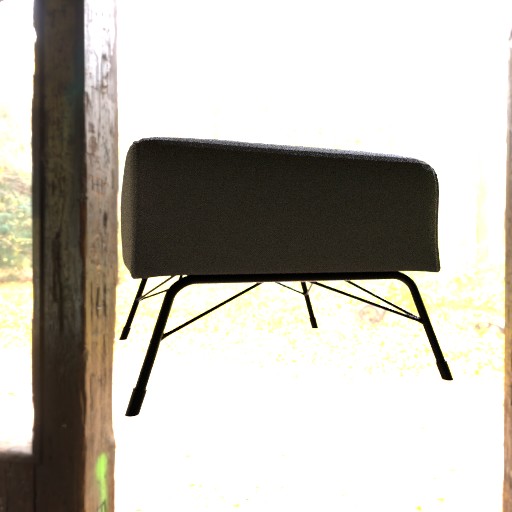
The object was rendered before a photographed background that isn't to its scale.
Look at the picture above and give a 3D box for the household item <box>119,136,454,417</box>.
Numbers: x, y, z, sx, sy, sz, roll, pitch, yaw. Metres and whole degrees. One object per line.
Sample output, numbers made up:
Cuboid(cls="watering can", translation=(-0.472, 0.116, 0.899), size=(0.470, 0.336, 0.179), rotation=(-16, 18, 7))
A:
Cuboid(cls="household item", translation=(0.000, 0.000, 0.905), size=(0.530, 0.410, 0.530), rotation=(0, 1, -18))
